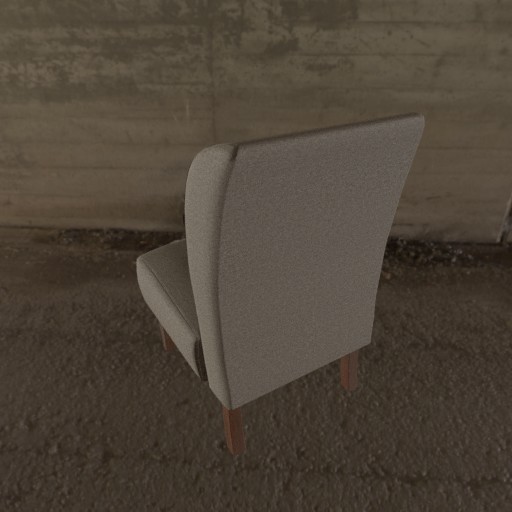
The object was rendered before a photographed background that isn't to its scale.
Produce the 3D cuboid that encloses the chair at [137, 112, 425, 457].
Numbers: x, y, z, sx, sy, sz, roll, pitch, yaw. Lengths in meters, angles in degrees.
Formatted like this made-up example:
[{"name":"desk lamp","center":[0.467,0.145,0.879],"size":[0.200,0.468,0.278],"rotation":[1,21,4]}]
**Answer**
[{"name":"chair","center":[0.000,0.000,1.186],"size":[0.513,0.804,0.592],"rotation":[-18,35,-28]}]
